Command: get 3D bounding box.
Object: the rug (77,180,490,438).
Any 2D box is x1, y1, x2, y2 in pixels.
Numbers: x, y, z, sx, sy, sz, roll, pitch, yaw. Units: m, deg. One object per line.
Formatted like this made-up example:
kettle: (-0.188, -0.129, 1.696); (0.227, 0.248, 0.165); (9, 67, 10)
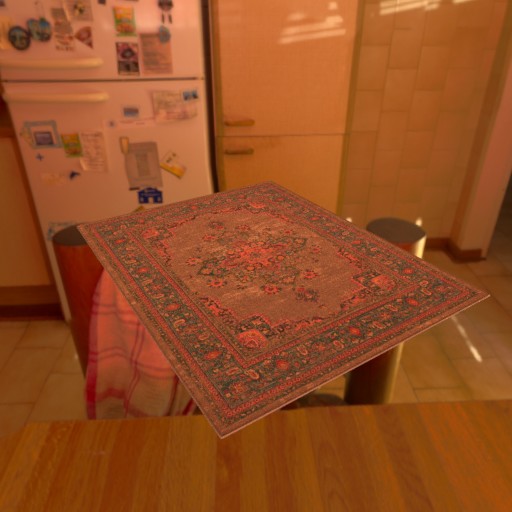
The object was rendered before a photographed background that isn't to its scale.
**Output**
rug: (0.000, 0.000, 4.030); (2.434, 0.013, 3.057); (-18, 35, -28)
